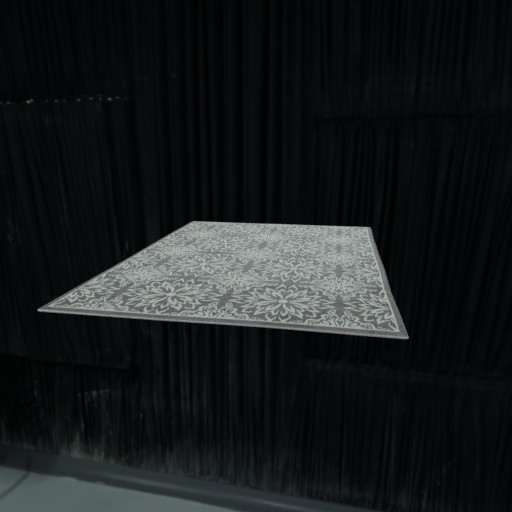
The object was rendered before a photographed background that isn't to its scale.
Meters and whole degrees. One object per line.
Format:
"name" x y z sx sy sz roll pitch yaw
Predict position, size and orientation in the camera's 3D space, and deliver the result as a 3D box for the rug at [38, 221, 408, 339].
"rug" 0.000 0.000 2.912 1.608 0.014 2.213 3 15 10
